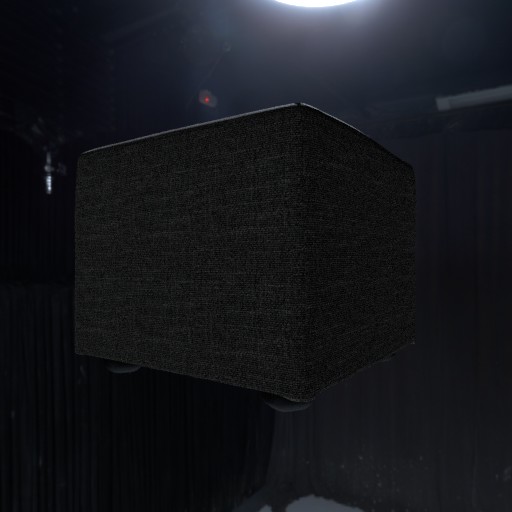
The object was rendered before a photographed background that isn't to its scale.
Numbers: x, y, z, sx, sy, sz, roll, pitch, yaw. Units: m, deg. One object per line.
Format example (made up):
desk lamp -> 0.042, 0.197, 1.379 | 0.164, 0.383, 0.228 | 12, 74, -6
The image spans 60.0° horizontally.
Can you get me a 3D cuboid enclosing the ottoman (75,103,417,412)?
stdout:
ottoman -> 0.000, 0.000, 0.913 | 0.521, 0.453, 0.512 | 0, 0, 35
